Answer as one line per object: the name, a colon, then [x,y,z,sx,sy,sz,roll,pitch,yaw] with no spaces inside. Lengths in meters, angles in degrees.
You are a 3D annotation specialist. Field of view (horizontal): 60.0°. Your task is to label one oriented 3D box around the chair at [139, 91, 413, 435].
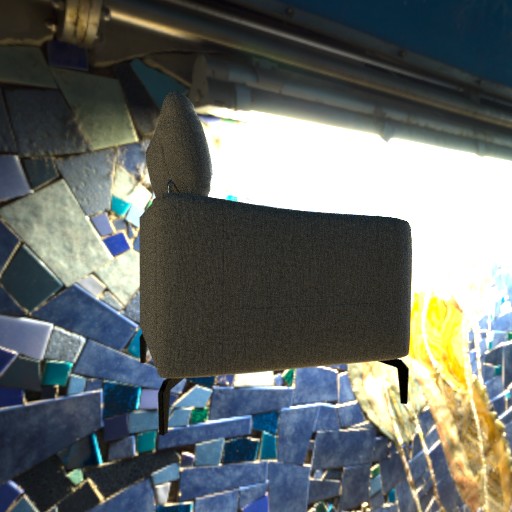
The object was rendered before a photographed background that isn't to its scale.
chair: [0.000,0.000,1.724,0.835,0.967,0.972,0,1,-18]
